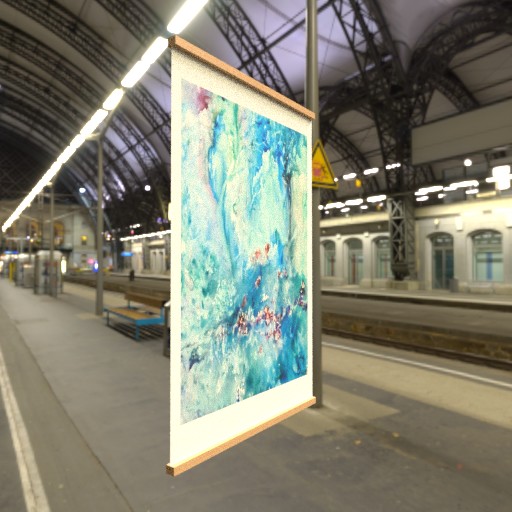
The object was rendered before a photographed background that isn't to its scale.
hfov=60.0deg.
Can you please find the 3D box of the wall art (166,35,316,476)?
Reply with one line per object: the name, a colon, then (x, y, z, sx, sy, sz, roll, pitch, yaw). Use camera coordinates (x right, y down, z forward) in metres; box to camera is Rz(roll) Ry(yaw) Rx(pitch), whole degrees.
wall art: (0.000, 0.000, 1.301, 0.027, 1.020, 0.669, -1, -1, 36)
